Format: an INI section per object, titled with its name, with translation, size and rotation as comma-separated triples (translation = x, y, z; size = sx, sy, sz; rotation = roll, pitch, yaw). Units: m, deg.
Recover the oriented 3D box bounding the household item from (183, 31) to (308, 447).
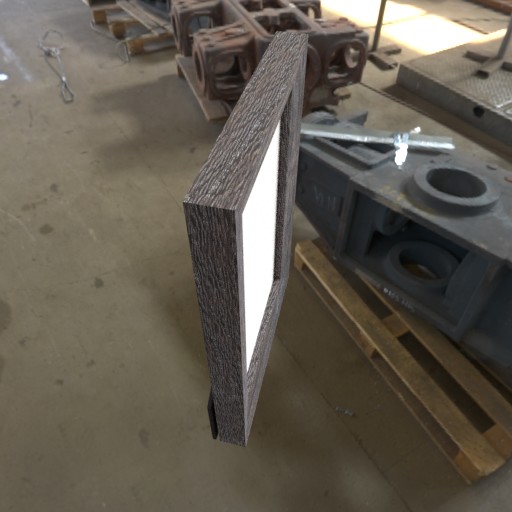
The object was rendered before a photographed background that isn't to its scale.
[household item]
translation = 0.000, 0.000, 0.236
size = 0.020, 0.180, 0.133
rotation = 10, 48, 9
